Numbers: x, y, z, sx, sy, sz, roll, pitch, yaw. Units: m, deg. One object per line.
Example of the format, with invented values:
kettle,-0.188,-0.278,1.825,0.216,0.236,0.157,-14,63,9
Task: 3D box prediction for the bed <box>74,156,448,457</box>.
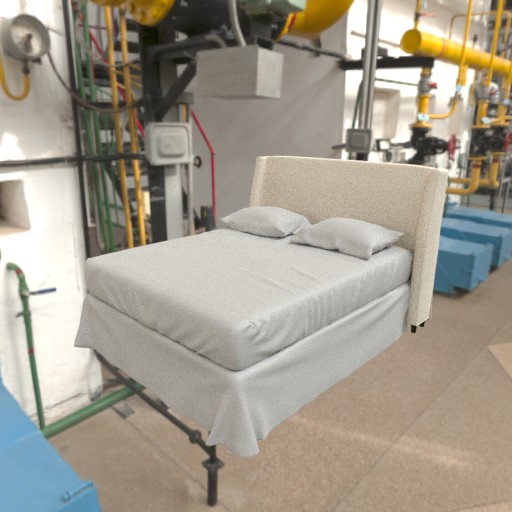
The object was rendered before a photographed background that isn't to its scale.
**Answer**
bed,0.000,0.000,3.401,1.925,1.332,2.276,16,23,42
